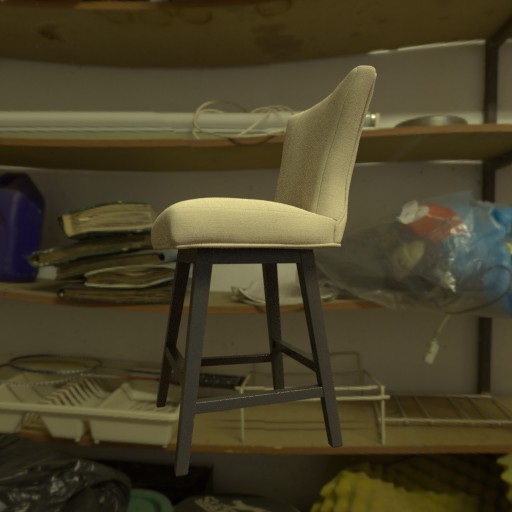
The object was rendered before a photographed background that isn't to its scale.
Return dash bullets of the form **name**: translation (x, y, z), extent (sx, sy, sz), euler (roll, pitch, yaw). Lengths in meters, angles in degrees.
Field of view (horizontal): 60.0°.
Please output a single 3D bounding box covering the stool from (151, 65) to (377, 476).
- **stool**: translation (0.000, 0.000, 1.318), extent (0.574, 1.000, 0.514), euler (0, 1, -18)
